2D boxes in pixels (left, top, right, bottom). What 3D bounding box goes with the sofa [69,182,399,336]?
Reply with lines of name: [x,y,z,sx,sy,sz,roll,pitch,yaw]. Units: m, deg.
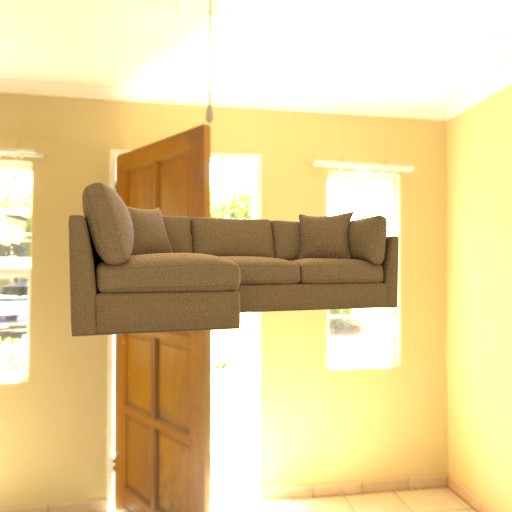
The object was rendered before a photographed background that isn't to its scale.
sofa: [0.000,0.000,3.881,2.896,0.978,1.994,0,-1,-19]
